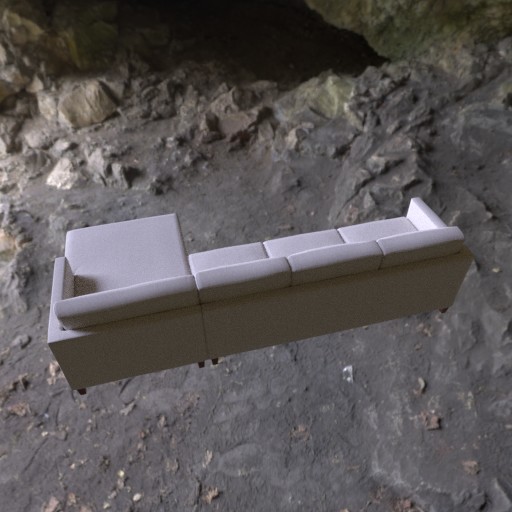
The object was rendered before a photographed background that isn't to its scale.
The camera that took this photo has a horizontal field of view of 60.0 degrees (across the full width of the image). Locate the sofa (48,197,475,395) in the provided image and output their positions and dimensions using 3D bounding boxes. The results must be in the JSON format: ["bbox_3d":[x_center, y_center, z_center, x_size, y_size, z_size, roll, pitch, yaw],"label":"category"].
[{"bbox_3d":[0.000,0.000,4.159,3.471,0.954,1.599,-10,43,-11],"label":"sofa"}]
